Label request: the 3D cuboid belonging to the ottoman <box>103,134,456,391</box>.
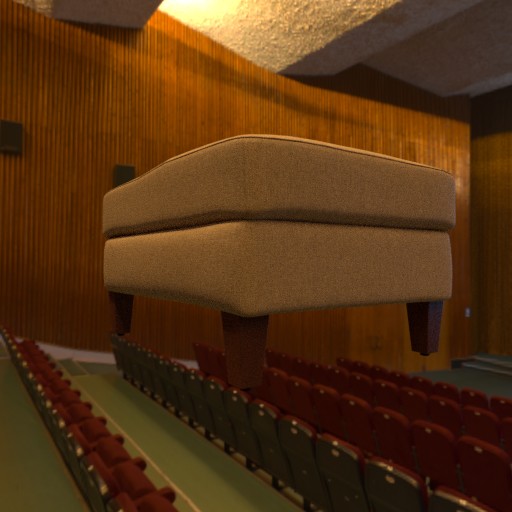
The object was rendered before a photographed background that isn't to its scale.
[{"bbox_3d":[0.000,0.000,1.307,0.677,0.519,0.898,1,-1,-34],"label":"ottoman"}]
